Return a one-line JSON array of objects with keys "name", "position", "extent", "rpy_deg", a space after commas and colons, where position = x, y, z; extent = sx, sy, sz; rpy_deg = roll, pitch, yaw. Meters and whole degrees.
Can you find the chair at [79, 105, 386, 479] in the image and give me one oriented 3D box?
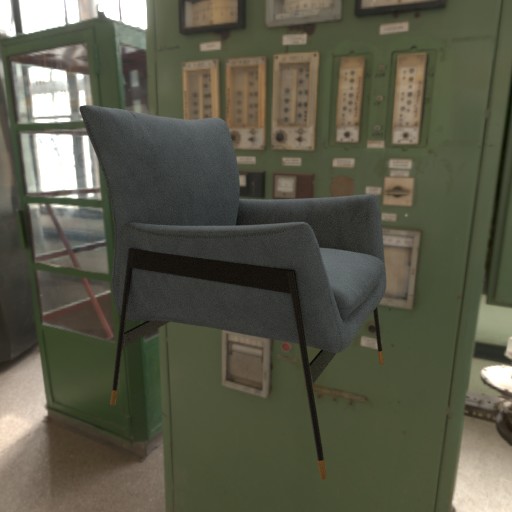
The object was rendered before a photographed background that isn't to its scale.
[{"name": "chair", "position": [0.000, 0.000, 1.359], "extent": [0.709, 0.858, 0.678], "rpy_deg": [7, 16, 27]}]
